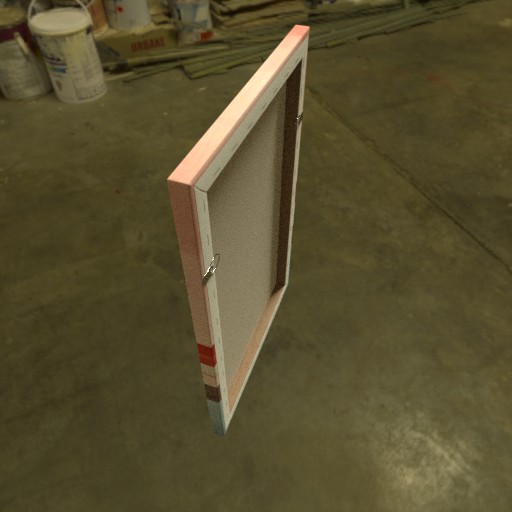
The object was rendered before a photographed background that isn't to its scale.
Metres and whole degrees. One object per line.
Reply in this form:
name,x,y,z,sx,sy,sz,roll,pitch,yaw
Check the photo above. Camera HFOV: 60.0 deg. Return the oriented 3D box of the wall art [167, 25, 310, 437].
wall art,0.000,0.000,1.143,0.038,0.914,0.610,15,49,14
